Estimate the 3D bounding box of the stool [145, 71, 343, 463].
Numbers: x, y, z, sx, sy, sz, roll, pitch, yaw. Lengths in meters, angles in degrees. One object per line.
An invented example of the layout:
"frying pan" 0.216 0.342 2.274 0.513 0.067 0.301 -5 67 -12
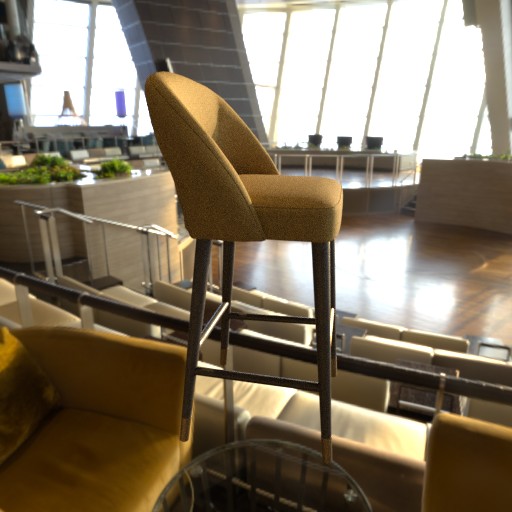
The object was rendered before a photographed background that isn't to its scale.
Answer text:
"stool" 0.000 0.000 1.335 0.522 1.032 0.536 3 18 11
